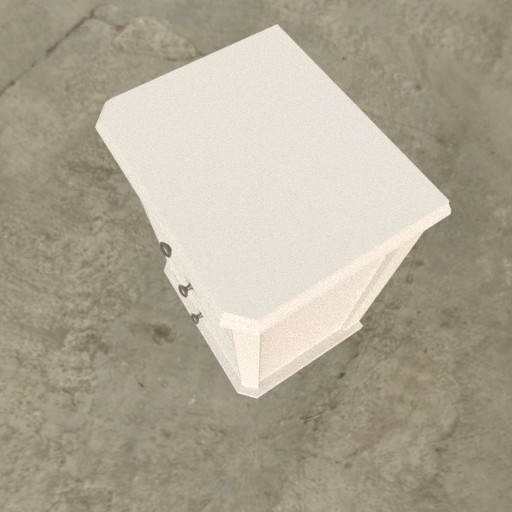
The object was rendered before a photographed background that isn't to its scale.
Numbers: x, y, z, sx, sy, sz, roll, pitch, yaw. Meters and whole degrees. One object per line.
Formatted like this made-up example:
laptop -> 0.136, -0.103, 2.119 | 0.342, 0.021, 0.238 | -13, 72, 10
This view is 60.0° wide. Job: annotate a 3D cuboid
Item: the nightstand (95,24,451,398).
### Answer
nightstand -> 0.000, 0.000, 0.934 | 0.351, 0.681, 0.435 | -30, 69, -13
